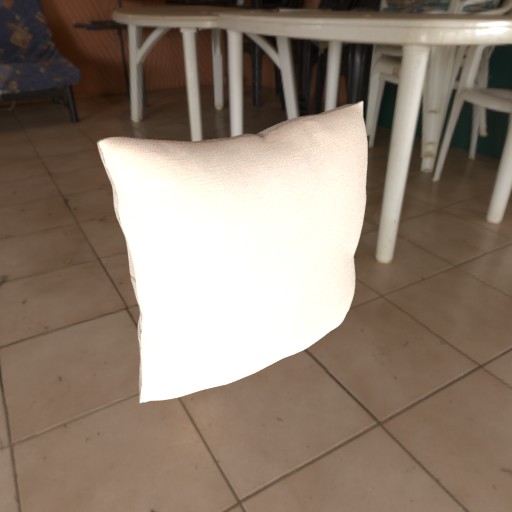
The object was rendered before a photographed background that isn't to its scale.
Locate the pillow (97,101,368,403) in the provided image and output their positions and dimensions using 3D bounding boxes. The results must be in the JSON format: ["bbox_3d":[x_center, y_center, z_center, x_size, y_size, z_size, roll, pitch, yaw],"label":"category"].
[{"bbox_3d":[0.000,0.000,0.731,0.450,0.448,0.245,-17,34,-27],"label":"pillow"}]
